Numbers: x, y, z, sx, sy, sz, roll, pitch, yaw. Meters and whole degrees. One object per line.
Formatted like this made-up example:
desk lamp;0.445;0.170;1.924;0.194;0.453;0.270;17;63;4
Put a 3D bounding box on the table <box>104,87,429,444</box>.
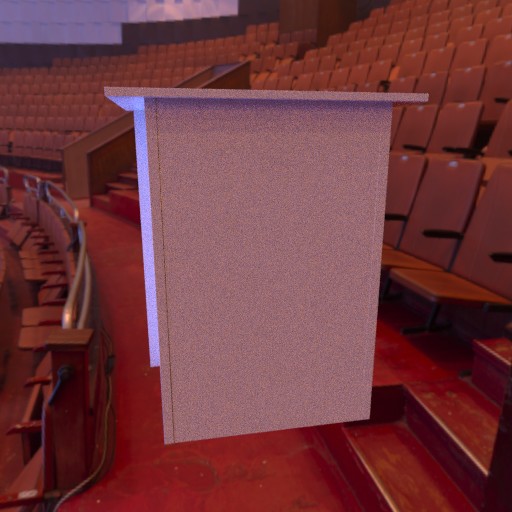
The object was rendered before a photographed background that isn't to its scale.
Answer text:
table;0.000;0.000;1.069;0.589;0.711;0.406;-3;15;-11
